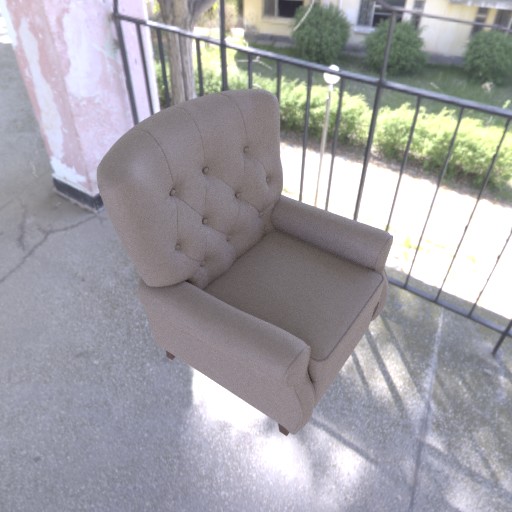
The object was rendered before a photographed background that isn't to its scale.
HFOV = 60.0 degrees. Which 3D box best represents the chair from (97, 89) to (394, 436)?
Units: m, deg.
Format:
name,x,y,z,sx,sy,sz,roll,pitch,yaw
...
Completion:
name,x,y,z,sx,sy,sz,roll,pitch,yaw
chair,0.000,0.000,1.959,1.041,1.138,0.999,25,47,26
